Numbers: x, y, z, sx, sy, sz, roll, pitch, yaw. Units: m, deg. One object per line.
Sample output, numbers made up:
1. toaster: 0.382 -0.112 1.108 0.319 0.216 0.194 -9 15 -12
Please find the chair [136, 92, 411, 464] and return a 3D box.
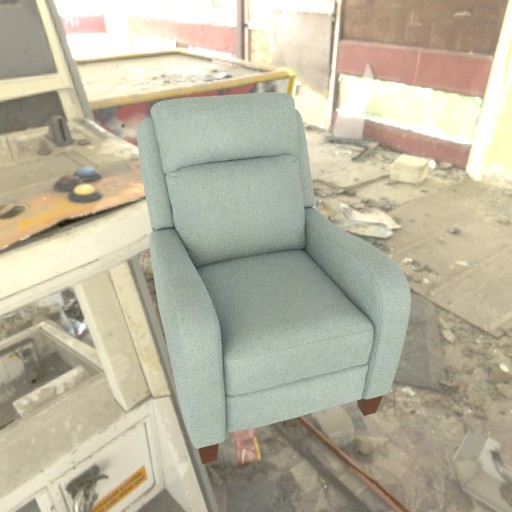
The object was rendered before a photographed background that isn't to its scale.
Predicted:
1. chair: 0.000 0.000 1.737 0.785 1.067 0.988 -10 33 -16
